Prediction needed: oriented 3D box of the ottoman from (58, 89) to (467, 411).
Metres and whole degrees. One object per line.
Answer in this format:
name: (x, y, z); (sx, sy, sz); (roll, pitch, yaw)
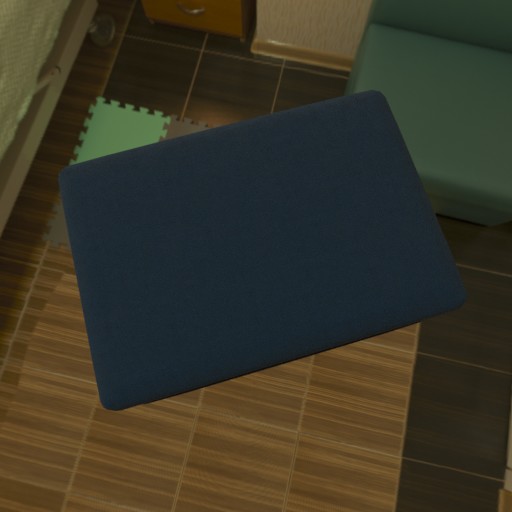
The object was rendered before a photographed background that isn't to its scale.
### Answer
ottoman: (0.000, 0.000, 1.206); (0.835, 0.498, 0.587); (-16, 76, -4)
